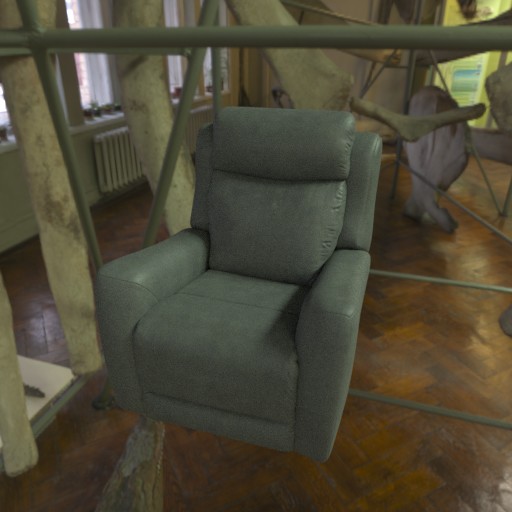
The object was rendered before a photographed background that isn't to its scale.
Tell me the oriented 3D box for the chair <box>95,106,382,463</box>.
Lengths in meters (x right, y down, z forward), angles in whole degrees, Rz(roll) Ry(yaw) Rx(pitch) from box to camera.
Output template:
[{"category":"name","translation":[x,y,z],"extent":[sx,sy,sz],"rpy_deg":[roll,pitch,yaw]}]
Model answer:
[{"category":"chair","translation":[0.000,0.000,1.920],"extent":[0.965,1.116,1.068],"rpy_deg":[8,27,17]}]
